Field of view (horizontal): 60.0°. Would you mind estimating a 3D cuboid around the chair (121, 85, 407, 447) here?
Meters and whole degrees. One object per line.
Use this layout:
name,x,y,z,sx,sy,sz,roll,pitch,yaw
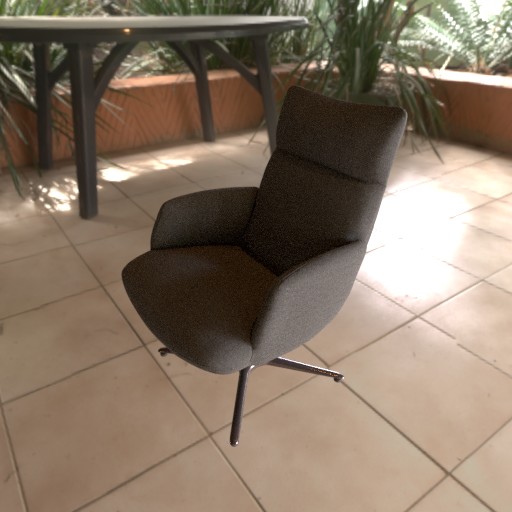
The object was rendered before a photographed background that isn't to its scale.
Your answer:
chair,0.000,0.000,1.529,0.831,0.984,0.702,-20,36,-31
